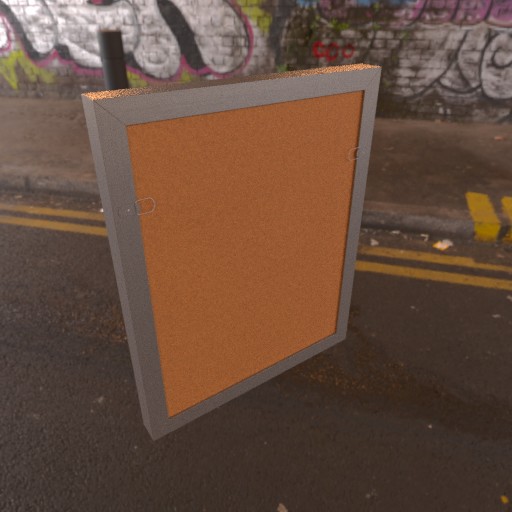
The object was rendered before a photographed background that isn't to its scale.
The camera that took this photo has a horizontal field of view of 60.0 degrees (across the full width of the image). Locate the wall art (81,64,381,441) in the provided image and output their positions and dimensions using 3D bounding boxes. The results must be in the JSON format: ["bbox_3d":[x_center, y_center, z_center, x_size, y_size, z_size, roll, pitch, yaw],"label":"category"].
[{"bbox_3d":[0.000,0.000,0.503,0.308,0.379,0.030,-20,36,-30],"label":"wall art"}]
